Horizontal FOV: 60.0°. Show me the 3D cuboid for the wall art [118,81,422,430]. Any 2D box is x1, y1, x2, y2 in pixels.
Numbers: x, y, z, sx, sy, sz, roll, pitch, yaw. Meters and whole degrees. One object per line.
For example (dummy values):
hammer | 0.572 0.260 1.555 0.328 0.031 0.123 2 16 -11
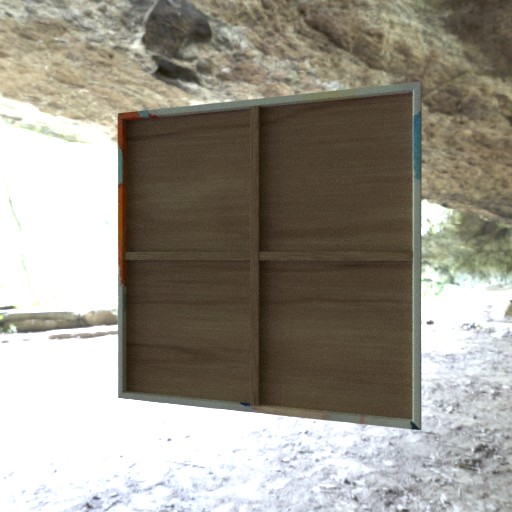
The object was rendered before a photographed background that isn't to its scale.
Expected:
wall art | 0.000 0.000 1.454 1.017 1.017 0.044 0 0 16
